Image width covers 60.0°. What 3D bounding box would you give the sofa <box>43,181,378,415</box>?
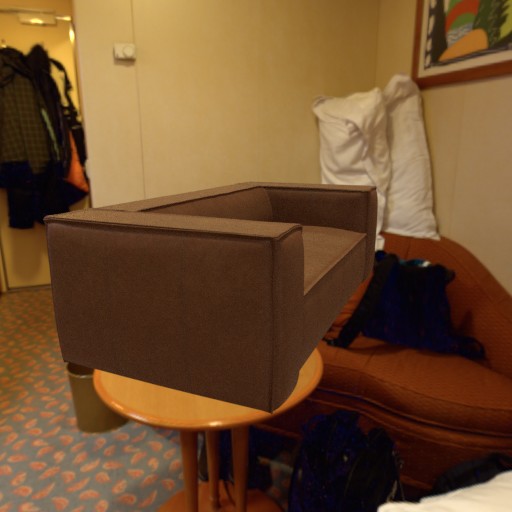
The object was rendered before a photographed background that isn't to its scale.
[{"bbox_3d":[0.000,0.000,2.602,1.102,0.703,2.088,6,15,23],"label":"sofa"}]
